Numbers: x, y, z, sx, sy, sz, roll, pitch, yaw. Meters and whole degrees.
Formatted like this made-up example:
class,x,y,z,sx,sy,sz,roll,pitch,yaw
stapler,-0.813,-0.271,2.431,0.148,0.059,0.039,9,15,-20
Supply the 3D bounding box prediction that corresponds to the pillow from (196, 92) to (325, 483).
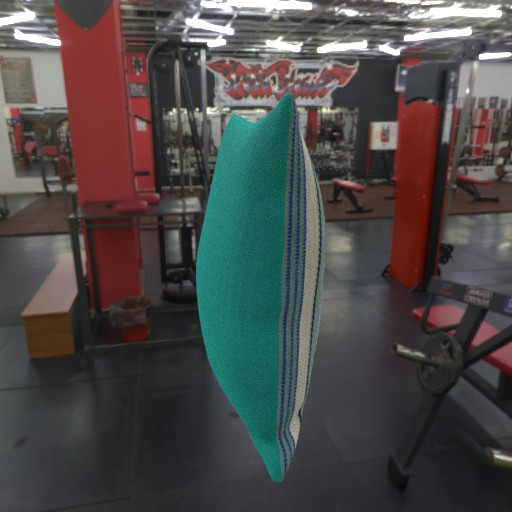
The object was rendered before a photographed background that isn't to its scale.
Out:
class,x,y,z,sx,sy,sz,roll,pitch,yaw
pillow,0.000,0.000,0.674,0.182,0.441,0.440,-3,17,-9
